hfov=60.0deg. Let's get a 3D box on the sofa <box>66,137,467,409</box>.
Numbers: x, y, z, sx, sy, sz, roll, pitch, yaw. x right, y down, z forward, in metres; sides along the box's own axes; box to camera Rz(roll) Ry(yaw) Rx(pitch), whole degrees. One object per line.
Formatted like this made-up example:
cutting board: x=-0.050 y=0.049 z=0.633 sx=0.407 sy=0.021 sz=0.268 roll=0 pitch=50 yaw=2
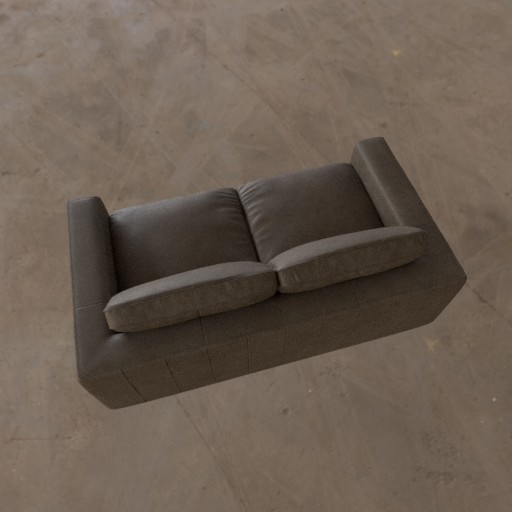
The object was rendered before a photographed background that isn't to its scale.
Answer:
sofa: x=0.000 y=0.000 z=2.462 sx=1.920 sy=0.800 sz=1.070 roll=-13 pitch=59 yaw=-8
